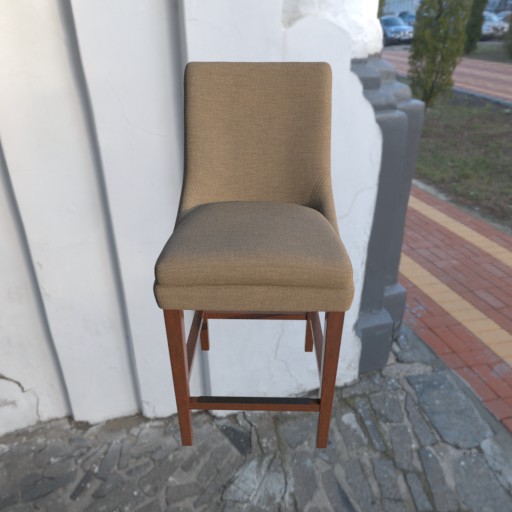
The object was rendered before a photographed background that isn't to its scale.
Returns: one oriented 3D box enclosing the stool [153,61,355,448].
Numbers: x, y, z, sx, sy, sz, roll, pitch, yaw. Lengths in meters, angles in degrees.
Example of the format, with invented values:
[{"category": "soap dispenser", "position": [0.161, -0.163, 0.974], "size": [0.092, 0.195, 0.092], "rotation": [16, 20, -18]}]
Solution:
[{"category": "stool", "position": [0.000, 0.000, 1.270], "size": [0.470, 0.981, 0.577], "rotation": [1, 29, 1]}]
